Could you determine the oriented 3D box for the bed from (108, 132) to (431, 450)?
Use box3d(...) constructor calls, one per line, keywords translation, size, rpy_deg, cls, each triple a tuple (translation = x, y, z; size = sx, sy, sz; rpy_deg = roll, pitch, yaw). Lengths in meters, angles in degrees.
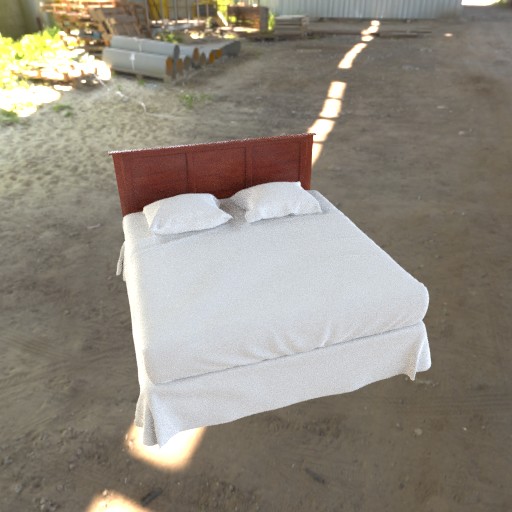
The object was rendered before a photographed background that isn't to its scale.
box3d(translation=(0.000, 0.000, 3.644), size=(2.314, 1.271, 2.219), rpy_deg=(-9, 33, -15), cls="bed")
